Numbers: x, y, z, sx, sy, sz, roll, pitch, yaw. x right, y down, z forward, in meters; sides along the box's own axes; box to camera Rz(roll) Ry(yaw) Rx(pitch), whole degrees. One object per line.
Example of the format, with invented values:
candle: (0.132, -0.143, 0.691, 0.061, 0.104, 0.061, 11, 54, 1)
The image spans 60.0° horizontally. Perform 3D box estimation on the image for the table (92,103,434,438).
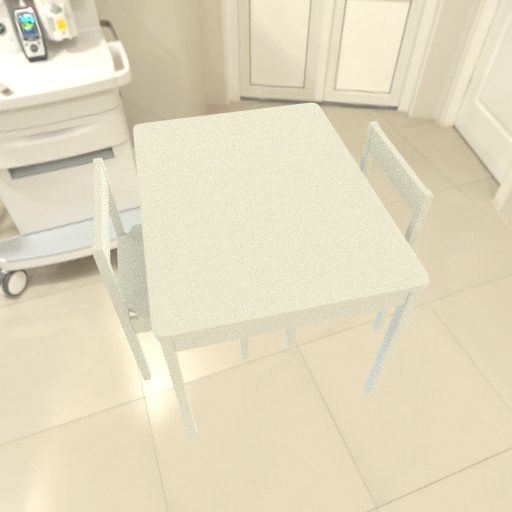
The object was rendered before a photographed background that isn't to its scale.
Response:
table: (0.000, 0.000, 1.119, 0.672, 0.503, 0.650, -10, 49, -9)
